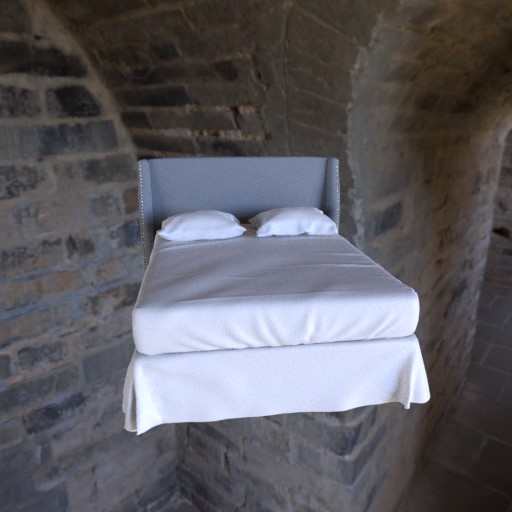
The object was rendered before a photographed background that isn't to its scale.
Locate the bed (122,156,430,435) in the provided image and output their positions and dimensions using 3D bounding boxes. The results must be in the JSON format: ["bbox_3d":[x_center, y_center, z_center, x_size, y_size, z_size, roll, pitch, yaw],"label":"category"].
[{"bbox_3d":[0.000,0.000,3.398,1.925,1.332,2.276,-2,17,-8],"label":"bed"}]
